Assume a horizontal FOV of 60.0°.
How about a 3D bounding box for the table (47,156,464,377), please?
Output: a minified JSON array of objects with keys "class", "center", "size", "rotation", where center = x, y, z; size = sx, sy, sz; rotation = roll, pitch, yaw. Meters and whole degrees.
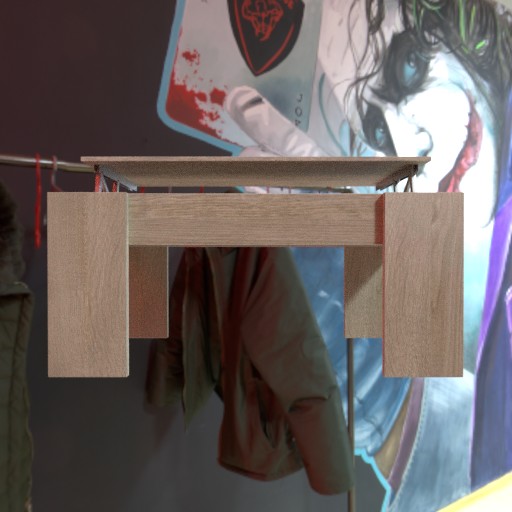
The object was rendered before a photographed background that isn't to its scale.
[{"class":"table","center":[0.000,0.000,1.406],"size":[1.000,0.570,0.711],"rotation":[0,1,0]}]
